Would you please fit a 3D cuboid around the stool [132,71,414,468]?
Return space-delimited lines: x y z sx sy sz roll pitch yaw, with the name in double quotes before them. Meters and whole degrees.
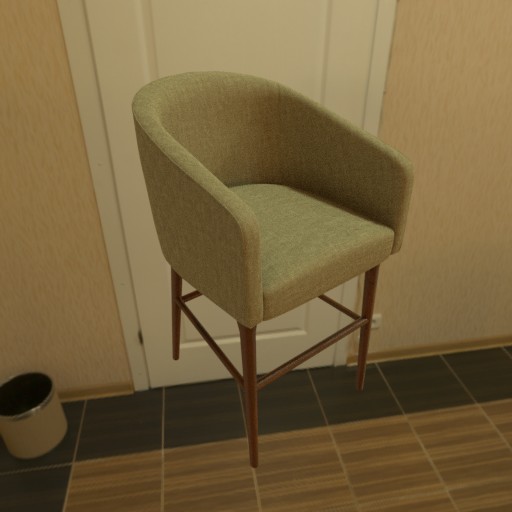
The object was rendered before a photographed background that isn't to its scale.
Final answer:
"stool" 0.000 0.000 1.322 0.559 0.952 0.635 -22 37 -32
